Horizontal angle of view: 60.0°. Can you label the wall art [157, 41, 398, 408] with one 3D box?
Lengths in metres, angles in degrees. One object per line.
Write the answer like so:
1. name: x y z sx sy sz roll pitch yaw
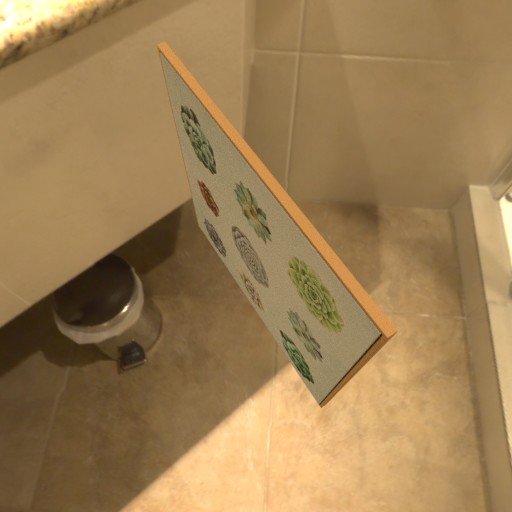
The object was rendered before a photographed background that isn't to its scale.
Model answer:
1. wall art: 0.000 0.000 0.688 0.013 0.455 0.457 -30 67 -14
